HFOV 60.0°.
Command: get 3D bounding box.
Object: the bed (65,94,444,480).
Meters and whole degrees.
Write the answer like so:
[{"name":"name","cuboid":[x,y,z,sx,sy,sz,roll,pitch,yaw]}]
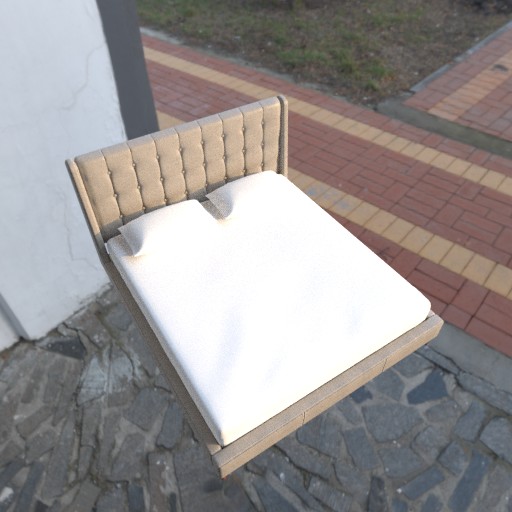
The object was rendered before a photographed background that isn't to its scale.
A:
[{"name":"bed","cuboid":[0.000,0.000,3.588,2.062,1.289,2.342,-25,50,-22]}]
